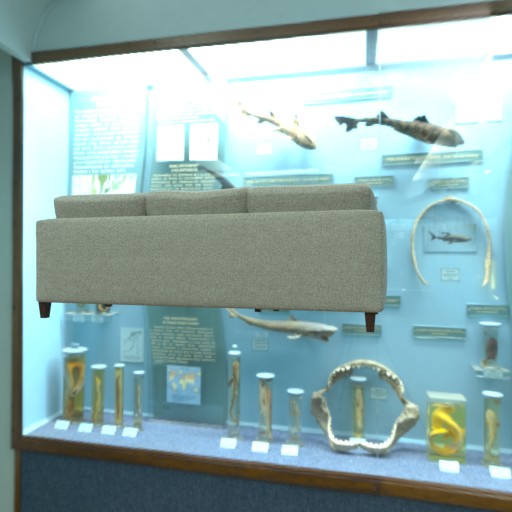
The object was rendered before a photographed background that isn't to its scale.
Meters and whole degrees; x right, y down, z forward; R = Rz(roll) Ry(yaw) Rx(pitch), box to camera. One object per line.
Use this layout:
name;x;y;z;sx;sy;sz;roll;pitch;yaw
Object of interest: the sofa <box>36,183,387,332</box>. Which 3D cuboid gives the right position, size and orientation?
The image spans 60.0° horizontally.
sofa;0.000;0.000;4.510;2.522;0.934;3.333;0;0;16
